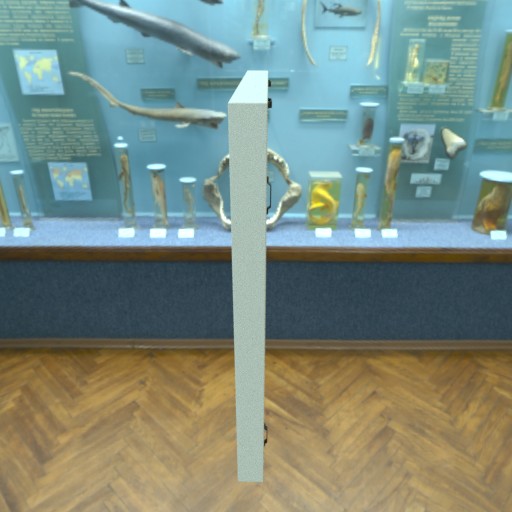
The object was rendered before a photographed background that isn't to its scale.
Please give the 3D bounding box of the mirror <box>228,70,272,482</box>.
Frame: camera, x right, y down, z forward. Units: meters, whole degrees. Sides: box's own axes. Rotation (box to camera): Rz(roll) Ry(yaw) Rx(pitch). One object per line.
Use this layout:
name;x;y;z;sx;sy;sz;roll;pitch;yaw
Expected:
mirror;0.000;0.000;0.692;0.041;0.509;0.406;1;26;1
